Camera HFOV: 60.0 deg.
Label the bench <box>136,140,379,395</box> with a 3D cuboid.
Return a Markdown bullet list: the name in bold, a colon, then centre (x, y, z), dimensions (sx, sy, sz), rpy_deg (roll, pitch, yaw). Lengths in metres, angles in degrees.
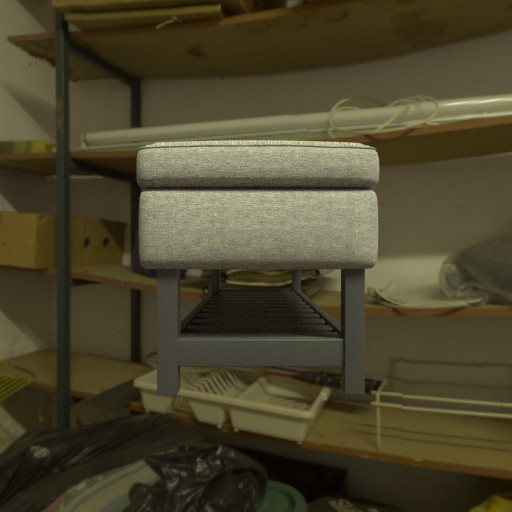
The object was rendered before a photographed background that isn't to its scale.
- **bench**: centre (0.000, 0.000, 1.285), dimensions (0.429, 0.470, 1.100), rpy_deg (0, 1, 0)
